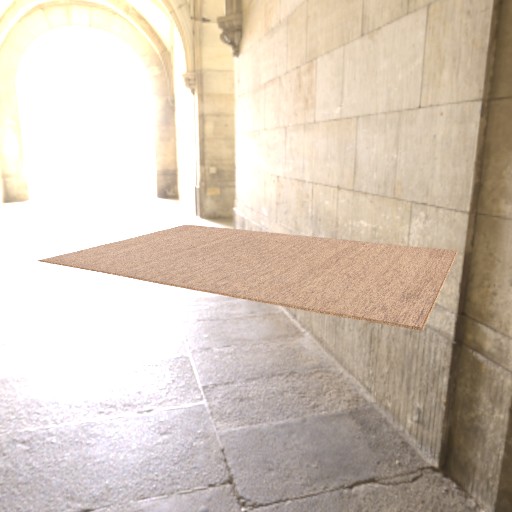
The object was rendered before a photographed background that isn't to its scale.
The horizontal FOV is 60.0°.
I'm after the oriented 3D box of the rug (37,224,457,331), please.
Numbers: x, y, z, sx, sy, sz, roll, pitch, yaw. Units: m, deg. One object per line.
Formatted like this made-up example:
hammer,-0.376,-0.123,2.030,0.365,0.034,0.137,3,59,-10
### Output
rug,0.000,0.000,2.325,1.840,0.013,1.225,7,16,28
